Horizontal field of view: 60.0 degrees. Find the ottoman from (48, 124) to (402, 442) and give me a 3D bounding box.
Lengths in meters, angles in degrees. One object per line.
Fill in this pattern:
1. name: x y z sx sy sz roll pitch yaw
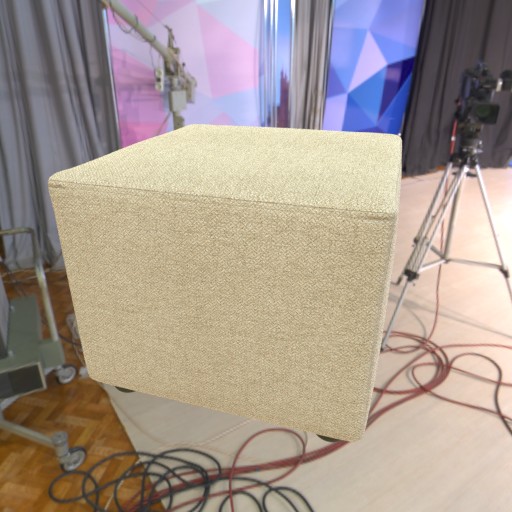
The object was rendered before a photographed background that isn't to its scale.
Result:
1. ottoman: 0.000 0.000 0.871 0.508 0.432 0.508 8 27 16
